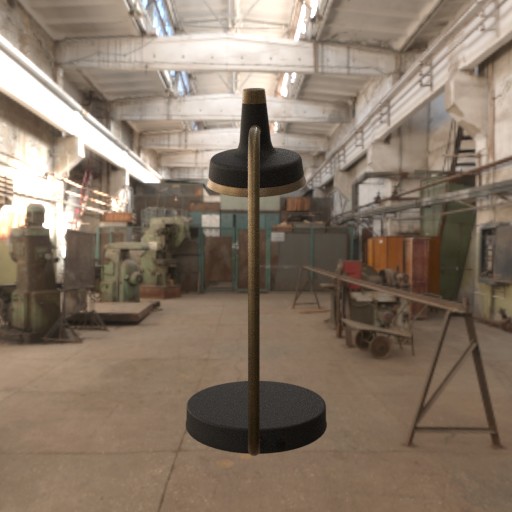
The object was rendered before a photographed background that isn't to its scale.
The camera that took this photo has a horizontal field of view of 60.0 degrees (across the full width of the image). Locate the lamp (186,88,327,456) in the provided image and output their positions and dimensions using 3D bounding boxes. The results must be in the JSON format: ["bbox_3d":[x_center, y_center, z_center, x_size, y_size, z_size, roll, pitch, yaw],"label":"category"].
[{"bbox_3d":[0.000,0.000,0.493,0.162,0.385,0.218,0,1,1],"label":"lamp"}]
